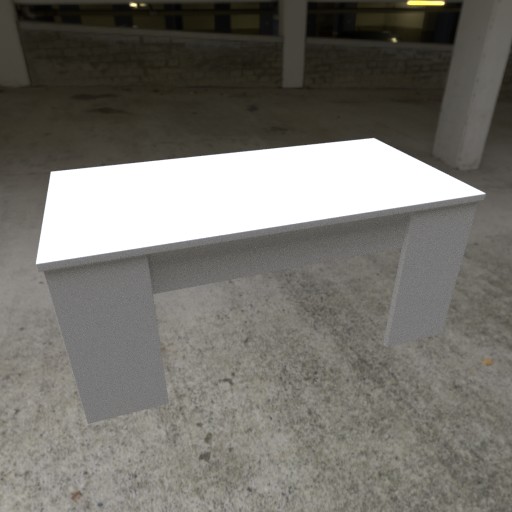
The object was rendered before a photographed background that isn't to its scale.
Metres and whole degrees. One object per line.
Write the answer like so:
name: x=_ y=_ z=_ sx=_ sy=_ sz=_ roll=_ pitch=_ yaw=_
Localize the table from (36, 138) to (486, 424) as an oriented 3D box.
table: x=0.000 y=0.000 z=1.244 sx=1.000 sy=0.440 sz=0.500 roll=-10 pitch=32 yaw=-16
